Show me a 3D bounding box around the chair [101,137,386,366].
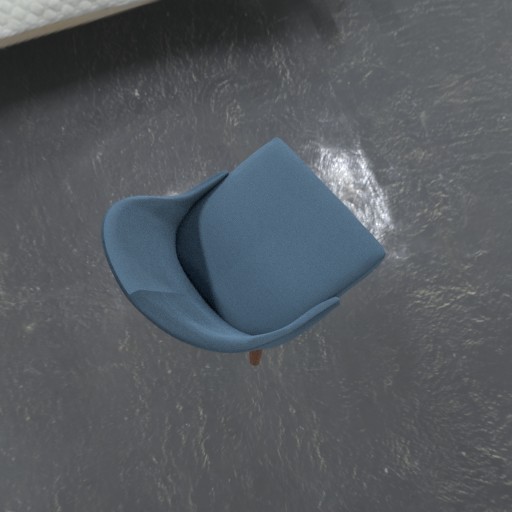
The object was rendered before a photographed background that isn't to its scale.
[{"bbox_3d":[0.000,0.000,1.247,0.589,0.882,0.503,-39,79,-9],"label":"chair"}]
